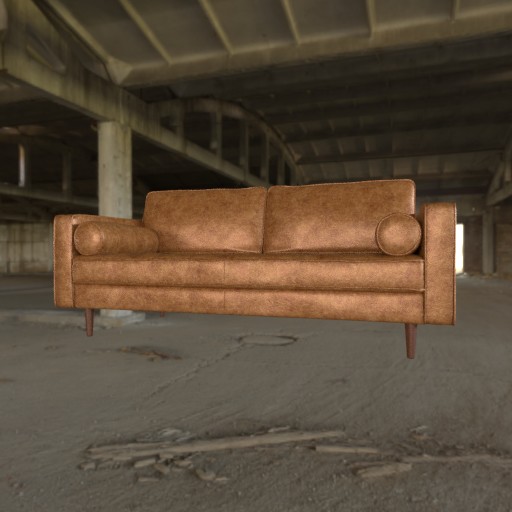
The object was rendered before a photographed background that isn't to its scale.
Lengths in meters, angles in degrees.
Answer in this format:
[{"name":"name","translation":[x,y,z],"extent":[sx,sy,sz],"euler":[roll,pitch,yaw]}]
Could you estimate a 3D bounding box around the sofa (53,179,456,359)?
[{"name":"sofa","translation":[0.000,0.000,2.394],"extent":[1.920,0.825,0.924],"euler":[0,0,18]}]
